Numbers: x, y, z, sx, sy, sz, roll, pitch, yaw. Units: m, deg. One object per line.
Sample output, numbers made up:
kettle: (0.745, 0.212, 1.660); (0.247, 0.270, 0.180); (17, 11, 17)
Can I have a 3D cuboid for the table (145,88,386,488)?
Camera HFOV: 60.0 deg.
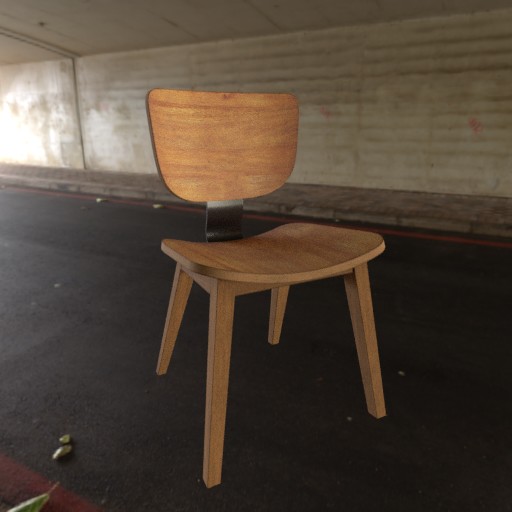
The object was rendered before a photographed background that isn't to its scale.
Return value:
table: (0.000, 0.000, 1.123); (0.499, 0.805, 0.500); (-9, 19, -27)
